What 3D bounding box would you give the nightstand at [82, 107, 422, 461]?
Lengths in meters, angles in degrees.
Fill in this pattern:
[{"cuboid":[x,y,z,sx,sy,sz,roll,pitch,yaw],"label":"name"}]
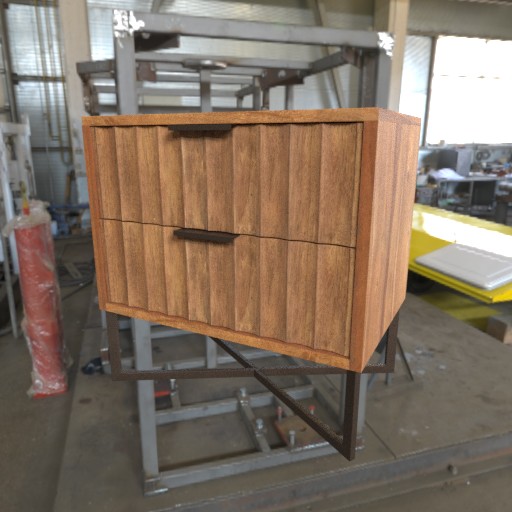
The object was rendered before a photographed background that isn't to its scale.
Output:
[{"cuboid":[0.000,0.000,1.028,0.613,0.615,0.427,8,17,27],"label":"nightstand"}]
